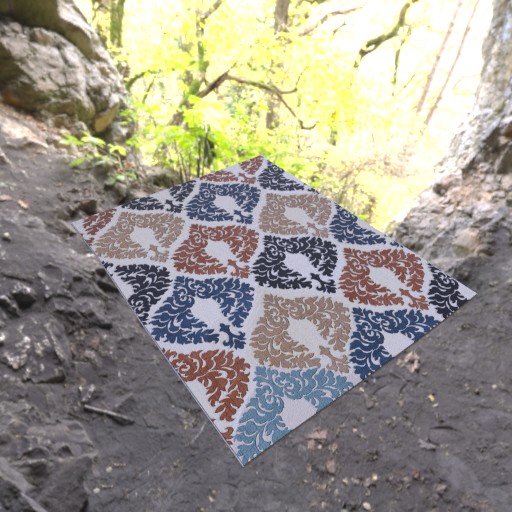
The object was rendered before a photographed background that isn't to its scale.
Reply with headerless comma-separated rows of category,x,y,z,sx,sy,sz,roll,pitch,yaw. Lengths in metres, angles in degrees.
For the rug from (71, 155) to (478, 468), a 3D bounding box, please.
rug,0.000,0.000,4.099,2.423,0.014,3.040,-26,47,-27
